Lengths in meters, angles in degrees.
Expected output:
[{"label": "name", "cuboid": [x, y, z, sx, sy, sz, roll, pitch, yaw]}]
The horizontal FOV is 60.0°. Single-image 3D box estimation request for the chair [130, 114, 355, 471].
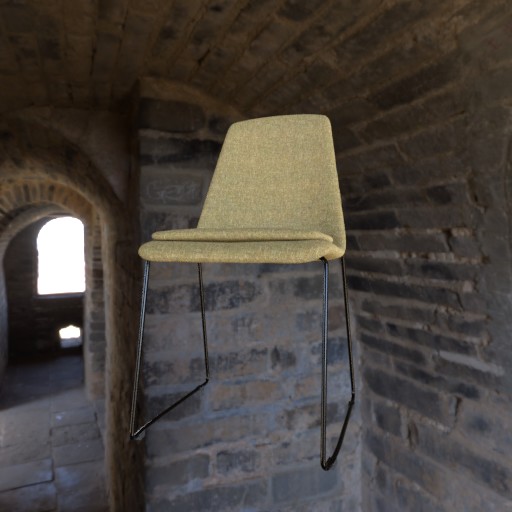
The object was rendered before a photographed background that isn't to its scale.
[{"label": "chair", "cuboid": [0.000, 0.000, 1.151, 0.479, 0.849, 0.496, 1, 2, 18]}]
